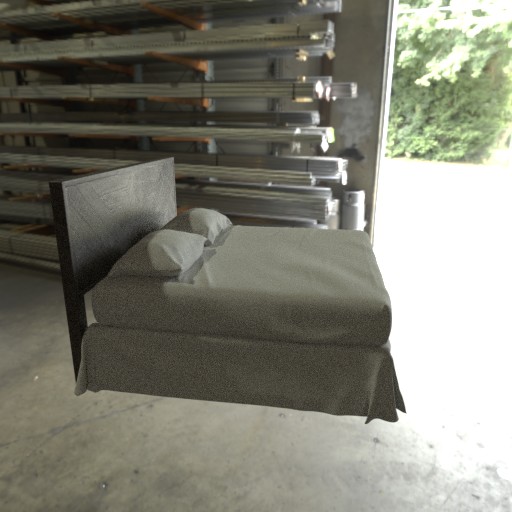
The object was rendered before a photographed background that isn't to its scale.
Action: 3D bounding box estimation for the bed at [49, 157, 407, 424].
[{"bbox_3d":[0.000,0.000,2.927,1.785,1.142,1.772,3,17,9],"label":"bed"}]
